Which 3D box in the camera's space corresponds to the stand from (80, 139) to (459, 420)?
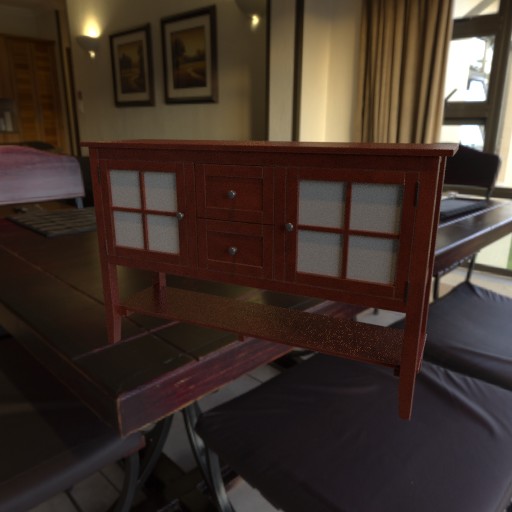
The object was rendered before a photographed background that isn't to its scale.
[{"bbox_3d":[0.000,0.000,1.762,1.362,0.872,0.410,8,18,24],"label":"stand"}]
